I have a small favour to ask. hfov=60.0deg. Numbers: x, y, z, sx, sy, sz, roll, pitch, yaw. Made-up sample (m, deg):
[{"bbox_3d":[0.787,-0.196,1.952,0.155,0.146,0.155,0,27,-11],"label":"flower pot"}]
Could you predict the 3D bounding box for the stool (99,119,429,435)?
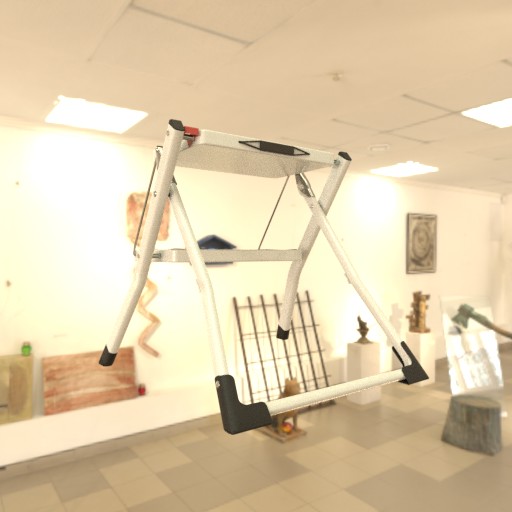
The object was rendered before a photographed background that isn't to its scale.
[{"bbox_3d":[0.000,0.000,0.874,0.485,0.445,0.490,0,1,-36],"label":"stool"}]
